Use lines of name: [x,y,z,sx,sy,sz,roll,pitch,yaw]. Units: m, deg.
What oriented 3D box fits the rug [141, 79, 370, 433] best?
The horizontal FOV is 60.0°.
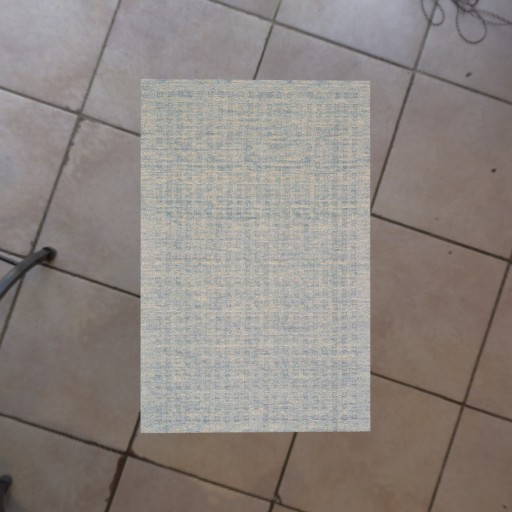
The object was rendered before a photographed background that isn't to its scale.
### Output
rug: [0.000,0.000,2.208,1.142,0.006,1.752,0,90,-1]
